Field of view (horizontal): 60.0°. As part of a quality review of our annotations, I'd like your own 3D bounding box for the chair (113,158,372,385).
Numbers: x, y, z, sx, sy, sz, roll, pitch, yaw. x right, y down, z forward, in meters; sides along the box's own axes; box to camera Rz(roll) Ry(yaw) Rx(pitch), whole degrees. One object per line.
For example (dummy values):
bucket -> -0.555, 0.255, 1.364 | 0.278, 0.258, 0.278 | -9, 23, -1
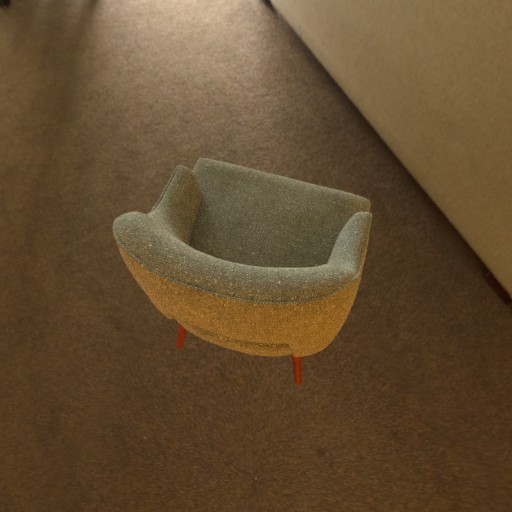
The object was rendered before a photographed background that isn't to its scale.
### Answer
chair -> 0.000, 0.000, 1.301 | 0.608, 0.875, 0.629 | 15, 64, 8
